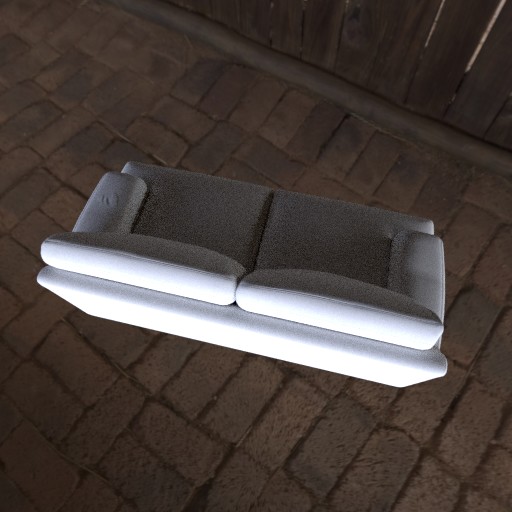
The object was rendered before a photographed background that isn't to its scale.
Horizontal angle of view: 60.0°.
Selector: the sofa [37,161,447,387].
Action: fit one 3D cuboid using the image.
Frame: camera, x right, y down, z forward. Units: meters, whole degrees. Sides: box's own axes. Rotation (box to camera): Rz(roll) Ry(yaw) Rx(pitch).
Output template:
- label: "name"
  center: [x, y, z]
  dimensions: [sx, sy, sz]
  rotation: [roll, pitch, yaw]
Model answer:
- label: "sofa"
  center: [0.000, 0.000, 2.773]
  dimensions: [2.261, 0.940, 1.143]
  rotation: [12, 64, 6]
